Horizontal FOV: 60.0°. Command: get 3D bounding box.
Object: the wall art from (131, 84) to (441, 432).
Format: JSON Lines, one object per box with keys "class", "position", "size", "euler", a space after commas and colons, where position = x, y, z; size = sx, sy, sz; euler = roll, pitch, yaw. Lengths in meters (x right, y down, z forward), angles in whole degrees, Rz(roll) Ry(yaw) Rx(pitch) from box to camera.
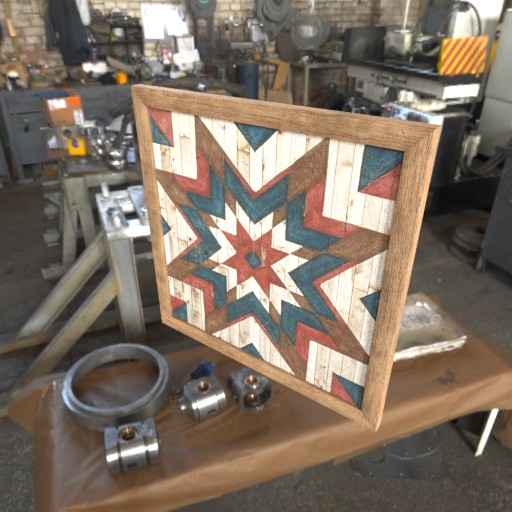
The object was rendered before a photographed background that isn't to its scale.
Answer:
{"class": "wall art", "position": [0.000, 0.000, 1.032], "size": [0.695, 0.691, 0.029], "euler": [19, 35, 30]}
